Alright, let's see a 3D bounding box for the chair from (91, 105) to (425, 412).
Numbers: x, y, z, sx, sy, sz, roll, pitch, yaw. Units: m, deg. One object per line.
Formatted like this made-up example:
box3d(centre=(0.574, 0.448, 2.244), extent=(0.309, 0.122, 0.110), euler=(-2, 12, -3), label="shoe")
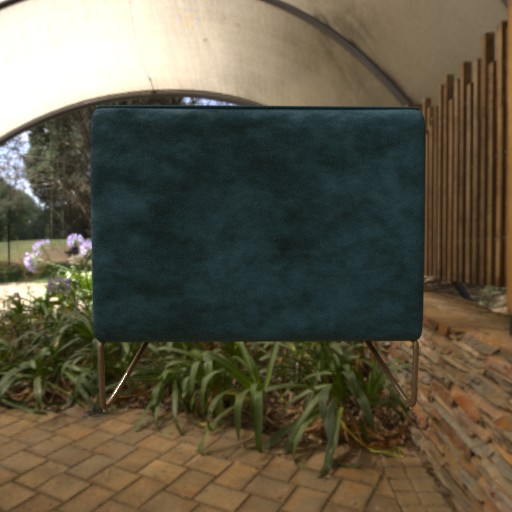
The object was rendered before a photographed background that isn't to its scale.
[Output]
box3d(centre=(0.000, 0.000, 1.567), extent=(0.880, 0.790, 0.894), euler=(0, 1, -1), label="chair")
